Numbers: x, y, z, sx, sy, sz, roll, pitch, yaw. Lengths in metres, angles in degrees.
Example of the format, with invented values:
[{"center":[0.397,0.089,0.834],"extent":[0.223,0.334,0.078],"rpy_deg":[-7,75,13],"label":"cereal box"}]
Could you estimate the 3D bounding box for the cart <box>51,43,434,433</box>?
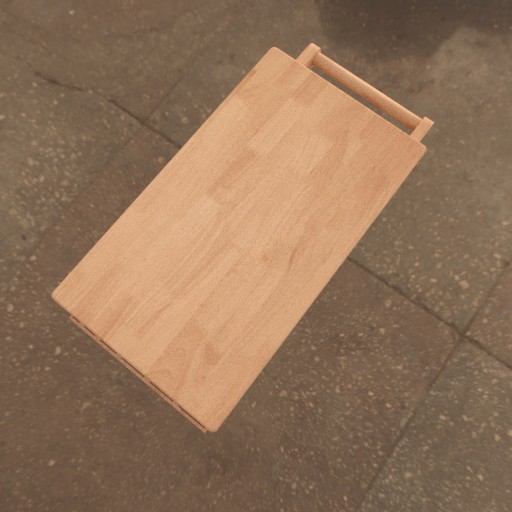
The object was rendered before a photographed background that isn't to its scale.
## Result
[{"center":[0.000,0.000,1.372],"extent":[0.432,0.879,0.853],"rpy_deg":[37,79,8],"label":"cart"}]
